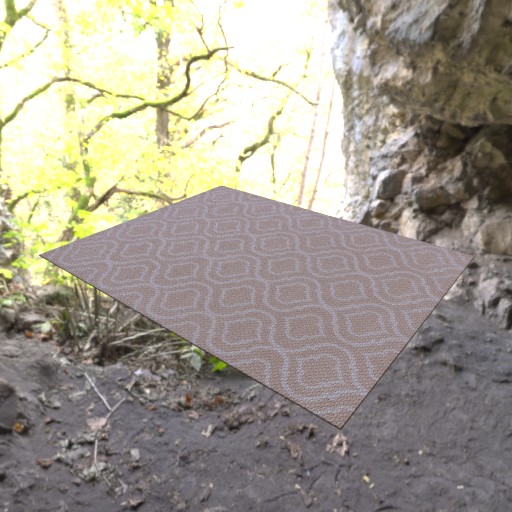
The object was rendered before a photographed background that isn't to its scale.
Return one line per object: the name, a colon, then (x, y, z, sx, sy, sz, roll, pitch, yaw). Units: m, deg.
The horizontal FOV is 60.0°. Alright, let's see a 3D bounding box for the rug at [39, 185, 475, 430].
rug: (0.000, 0.000, 3.747, 2.894, 0.013, 2.286, 21, 35, 33)
